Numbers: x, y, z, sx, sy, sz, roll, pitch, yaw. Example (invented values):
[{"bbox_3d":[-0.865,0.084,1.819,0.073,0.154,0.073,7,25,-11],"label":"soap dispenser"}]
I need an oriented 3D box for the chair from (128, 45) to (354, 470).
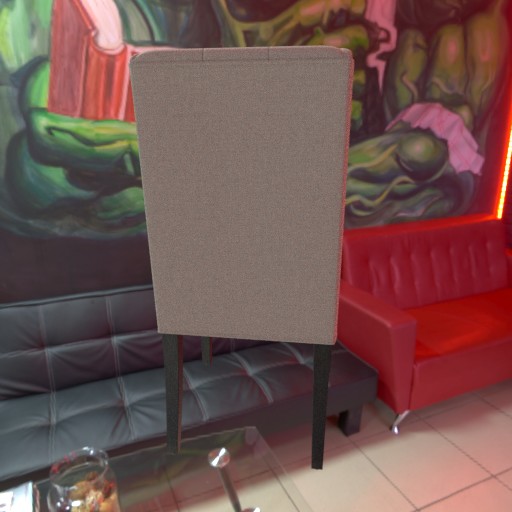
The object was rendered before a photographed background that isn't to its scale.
[{"bbox_3d":[0.000,0.000,1.203,0.474,0.961,0.523,2,17,8],"label":"chair"}]
